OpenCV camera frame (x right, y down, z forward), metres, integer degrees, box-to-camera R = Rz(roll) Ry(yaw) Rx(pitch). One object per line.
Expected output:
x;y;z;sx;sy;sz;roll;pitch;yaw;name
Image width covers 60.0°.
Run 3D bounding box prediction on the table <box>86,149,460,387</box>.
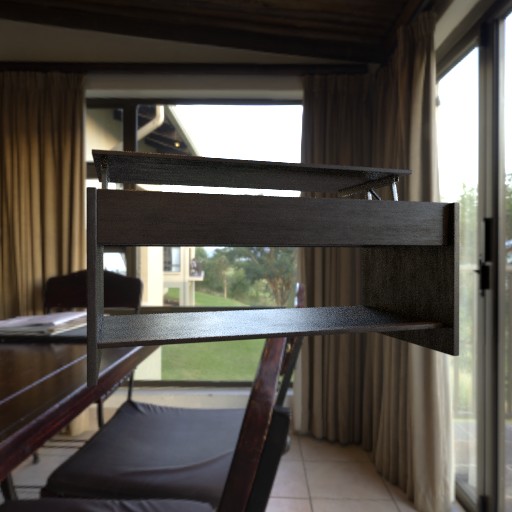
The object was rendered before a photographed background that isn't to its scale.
0.000;0.000;1.458;1.000;0.570;0.712;0;0;-17;table
